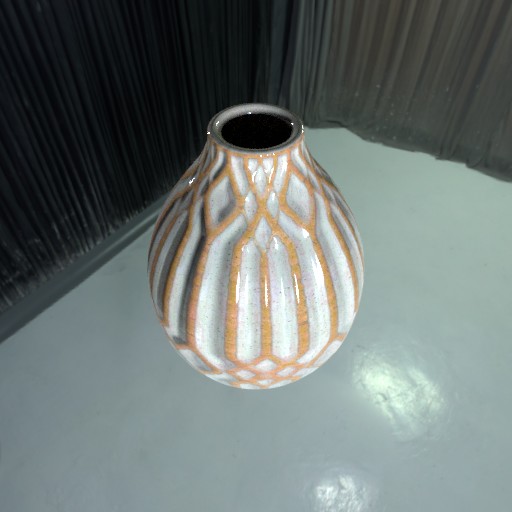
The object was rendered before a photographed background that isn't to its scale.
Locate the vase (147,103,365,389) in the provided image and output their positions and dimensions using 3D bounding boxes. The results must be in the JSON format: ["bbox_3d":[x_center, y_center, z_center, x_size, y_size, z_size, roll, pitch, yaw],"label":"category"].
[{"bbox_3d":[0.000,0.000,0.266,0.131,0.175,0.131,0,47,0],"label":"vase"}]
